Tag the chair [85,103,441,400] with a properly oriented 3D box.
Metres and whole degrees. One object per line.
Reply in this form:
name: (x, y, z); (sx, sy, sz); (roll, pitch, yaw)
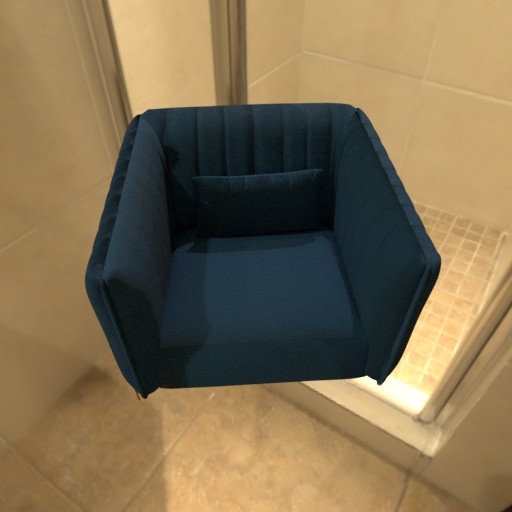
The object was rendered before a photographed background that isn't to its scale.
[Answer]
chair: (0.000, 0.000, 1.617); (0.947, 0.793, 0.877); (-3, 45, -3)
